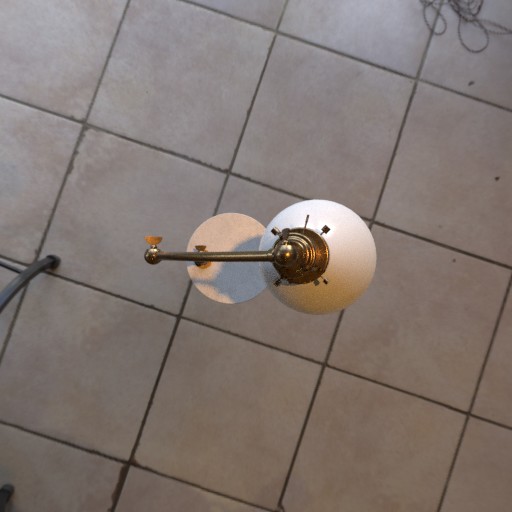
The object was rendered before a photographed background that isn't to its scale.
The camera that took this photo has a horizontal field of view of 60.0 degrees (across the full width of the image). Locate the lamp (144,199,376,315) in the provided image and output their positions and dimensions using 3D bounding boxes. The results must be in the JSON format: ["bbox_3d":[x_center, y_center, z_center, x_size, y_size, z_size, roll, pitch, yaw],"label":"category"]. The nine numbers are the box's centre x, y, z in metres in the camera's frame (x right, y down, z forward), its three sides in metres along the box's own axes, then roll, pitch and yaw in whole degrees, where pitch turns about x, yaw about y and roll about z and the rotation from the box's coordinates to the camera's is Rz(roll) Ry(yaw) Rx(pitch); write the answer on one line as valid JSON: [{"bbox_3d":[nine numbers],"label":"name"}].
[{"bbox_3d":[0.000,0.000,0.669,0.317,0.522,0.186,0,89,-1],"label":"lamp"}]
